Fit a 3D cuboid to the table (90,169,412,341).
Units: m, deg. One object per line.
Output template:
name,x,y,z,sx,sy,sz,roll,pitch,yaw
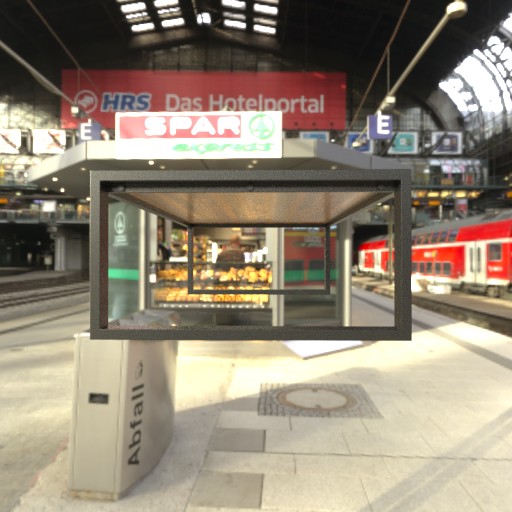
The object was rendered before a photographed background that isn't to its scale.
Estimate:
table,0.000,0.000,1.707,0.750,0.400,1.350,0,0,1
